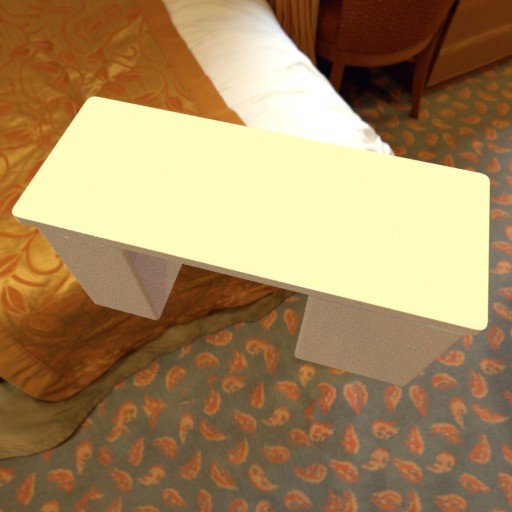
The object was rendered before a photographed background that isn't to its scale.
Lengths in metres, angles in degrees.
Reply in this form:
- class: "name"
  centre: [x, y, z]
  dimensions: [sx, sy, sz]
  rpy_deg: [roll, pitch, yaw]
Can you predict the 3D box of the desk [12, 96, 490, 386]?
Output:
- class: "desk"
  centre: [0.000, 0.000, 1.706]
  dimensions: [1.400, 0.762, 0.550]
  rpy_deg: [13, 61, 8]
